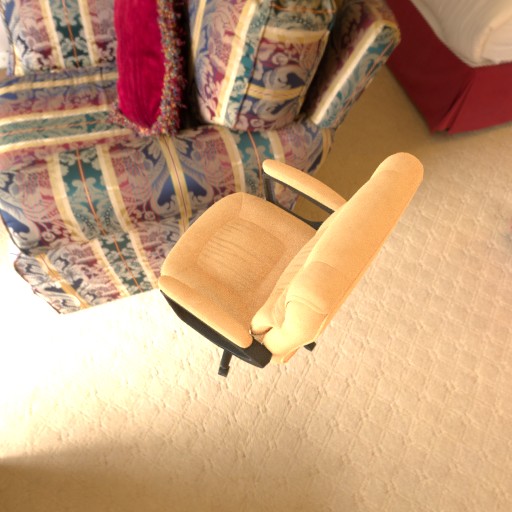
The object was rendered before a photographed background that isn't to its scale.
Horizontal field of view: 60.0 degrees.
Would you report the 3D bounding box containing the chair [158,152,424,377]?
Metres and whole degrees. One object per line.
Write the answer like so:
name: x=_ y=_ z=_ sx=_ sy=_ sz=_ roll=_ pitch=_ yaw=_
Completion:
chair: x=0.000 y=0.000 z=1.551 sx=0.724 sy=1.105 sz=0.667 roll=33 pitch=67 yaw=15
